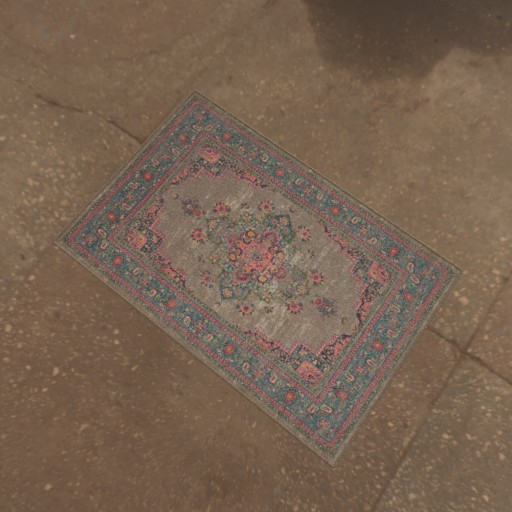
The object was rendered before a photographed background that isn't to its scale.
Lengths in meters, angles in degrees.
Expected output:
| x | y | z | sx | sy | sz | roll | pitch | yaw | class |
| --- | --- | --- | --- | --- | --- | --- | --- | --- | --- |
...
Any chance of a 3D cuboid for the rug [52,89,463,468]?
| x | y | z | sx | sy | sz | roll | pitch | yaw | class |
| --- | --- | --- | --- | --- | --- | --- | --- | --- | --- |
| 0.000 | 0.000 | 2.236 | 1.748 | 0.014 | 1.144 | 36 | 77 | 10 | rug |
